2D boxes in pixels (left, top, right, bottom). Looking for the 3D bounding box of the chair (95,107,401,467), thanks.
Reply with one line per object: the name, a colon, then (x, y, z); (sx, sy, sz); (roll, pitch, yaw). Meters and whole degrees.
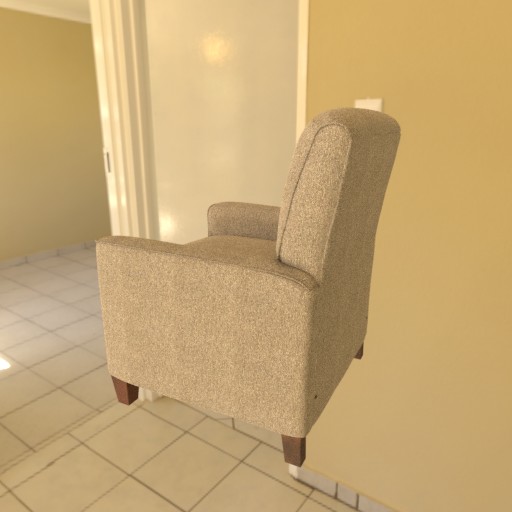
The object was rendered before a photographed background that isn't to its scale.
chair: (0.000, 0.000, 1.640); (0.858, 1.028, 0.841); (8, 19, 26)
